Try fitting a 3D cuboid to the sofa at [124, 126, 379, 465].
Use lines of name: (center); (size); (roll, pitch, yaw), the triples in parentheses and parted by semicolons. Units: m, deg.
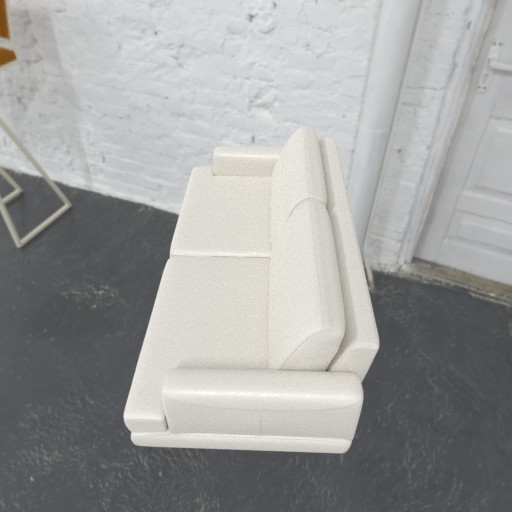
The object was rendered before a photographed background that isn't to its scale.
sofa: (0.000, 0.000, 2.408); (0.974, 0.765, 1.940); (1, 41, 2)
